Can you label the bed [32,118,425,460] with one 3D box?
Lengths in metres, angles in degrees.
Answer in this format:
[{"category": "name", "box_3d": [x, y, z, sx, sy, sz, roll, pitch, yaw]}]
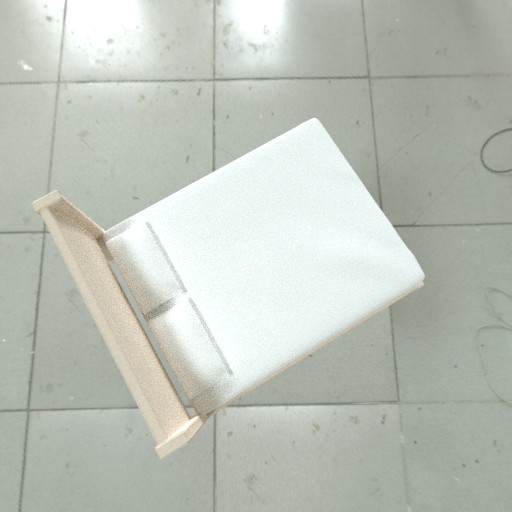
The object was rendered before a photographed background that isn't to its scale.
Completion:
[{"category": "bed", "box_3d": [0.000, 0.000, 3.493, 2.293, 1.471, 1.778, -30, 79, -7]}]
